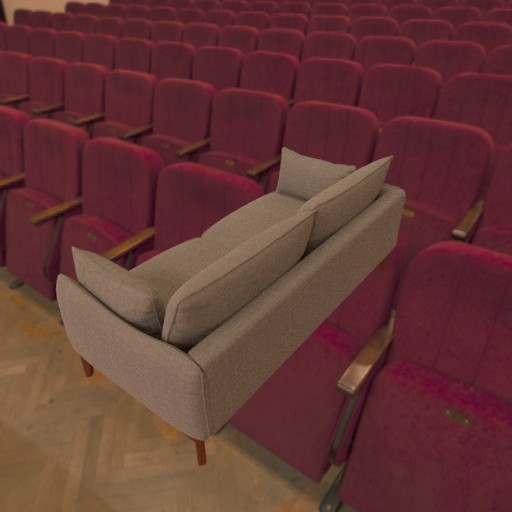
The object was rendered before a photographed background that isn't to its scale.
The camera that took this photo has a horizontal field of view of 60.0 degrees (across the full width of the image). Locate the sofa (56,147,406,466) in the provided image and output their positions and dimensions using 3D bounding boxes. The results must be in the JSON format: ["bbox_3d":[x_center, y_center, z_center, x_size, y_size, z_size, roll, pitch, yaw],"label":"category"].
[{"bbox_3d":[0.000,0.000,2.533,0.972,0.851,1.989,23,39,31],"label":"sofa"}]
